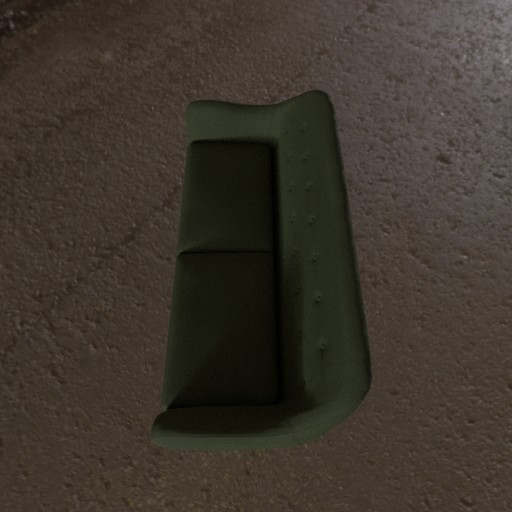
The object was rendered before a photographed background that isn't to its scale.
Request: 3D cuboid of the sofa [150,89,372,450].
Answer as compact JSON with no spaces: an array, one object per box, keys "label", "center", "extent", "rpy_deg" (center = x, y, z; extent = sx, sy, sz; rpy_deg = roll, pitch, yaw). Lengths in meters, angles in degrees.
[{"label":"sofa","center":[0.000,0.000,2.240],"extent":[0.820,0.836,1.840],"rpy_deg":[0,59,0]}]
